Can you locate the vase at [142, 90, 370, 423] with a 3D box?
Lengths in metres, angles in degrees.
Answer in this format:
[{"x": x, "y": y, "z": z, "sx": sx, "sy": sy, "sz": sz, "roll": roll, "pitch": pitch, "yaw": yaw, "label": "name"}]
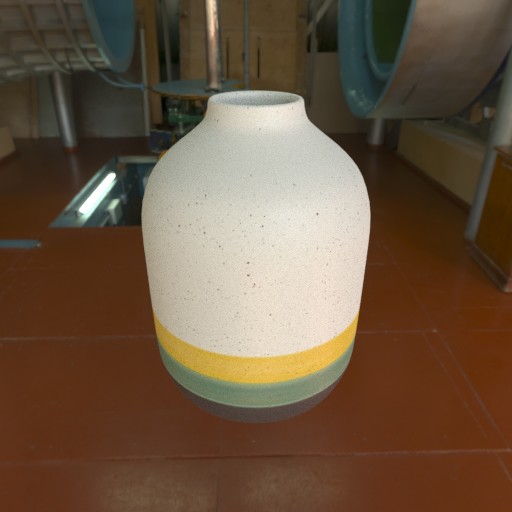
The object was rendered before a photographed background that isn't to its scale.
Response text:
[{"x": 0.000, "y": 0.000, "z": 0.352, "sx": 0.169, "sy": 0.240, "sz": 0.169, "roll": 0, "pitch": 29, "yaw": 0, "label": "vase"}]
